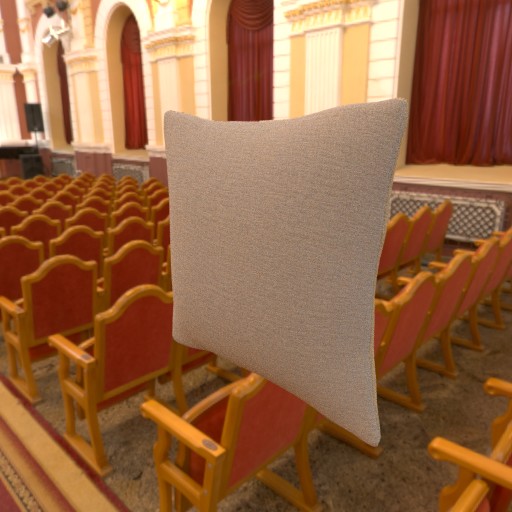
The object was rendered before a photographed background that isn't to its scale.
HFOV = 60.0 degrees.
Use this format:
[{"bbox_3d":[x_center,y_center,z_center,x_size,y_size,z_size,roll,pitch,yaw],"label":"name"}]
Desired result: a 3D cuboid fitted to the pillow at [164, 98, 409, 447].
[{"bbox_3d":[0.000,0.000,0.648,0.437,0.419,0.136,15,21,43],"label":"pillow"}]
